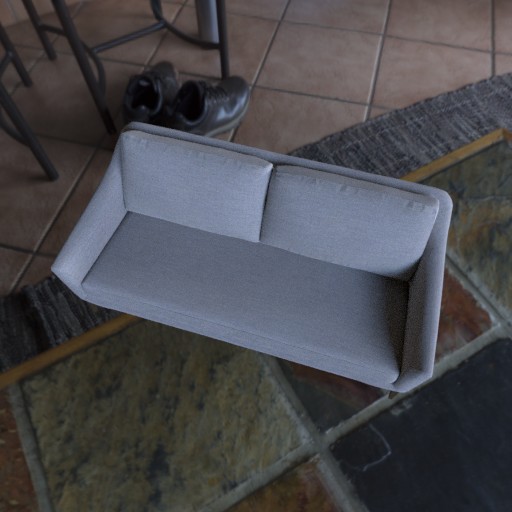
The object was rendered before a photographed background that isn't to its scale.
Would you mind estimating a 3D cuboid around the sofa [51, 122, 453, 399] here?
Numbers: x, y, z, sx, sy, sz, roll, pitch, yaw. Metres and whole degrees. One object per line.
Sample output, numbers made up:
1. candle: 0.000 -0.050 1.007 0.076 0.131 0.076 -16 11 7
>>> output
1. sofa: 0.000 0.000 2.588 2.036 0.913 0.980 15 60 9
